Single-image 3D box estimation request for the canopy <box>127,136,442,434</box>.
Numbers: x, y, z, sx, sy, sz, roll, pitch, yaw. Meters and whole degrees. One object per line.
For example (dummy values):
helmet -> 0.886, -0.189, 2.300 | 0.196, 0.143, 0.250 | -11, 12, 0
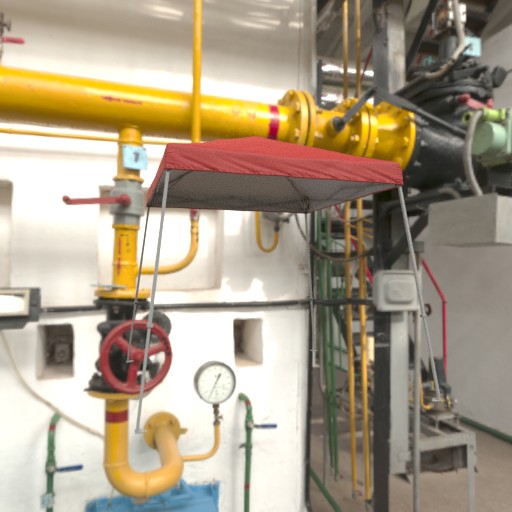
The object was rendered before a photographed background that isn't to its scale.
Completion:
canopy -> 0.000, 0.000, 6.615 | 3.599, 3.600, 3.600 | 1, -2, -18
